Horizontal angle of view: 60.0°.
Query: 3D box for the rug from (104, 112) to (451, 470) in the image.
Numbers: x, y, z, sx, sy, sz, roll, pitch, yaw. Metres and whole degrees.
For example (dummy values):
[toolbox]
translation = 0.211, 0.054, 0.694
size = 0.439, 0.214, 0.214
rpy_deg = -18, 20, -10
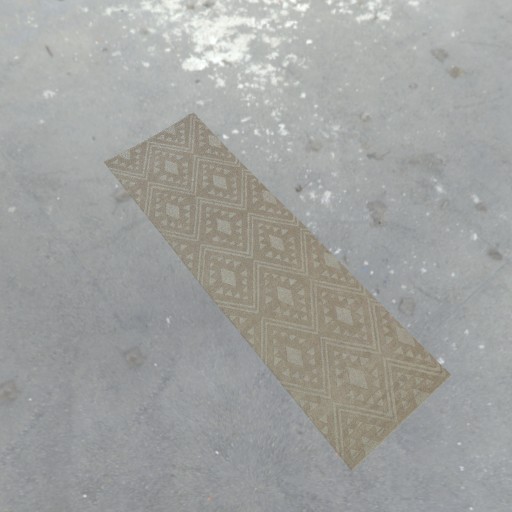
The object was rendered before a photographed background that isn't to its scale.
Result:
[rug]
translation = 0.000, 0.000, 2.728
size = 0.752, 0.051, 2.452
rpy_deg = -35, 68, -17
